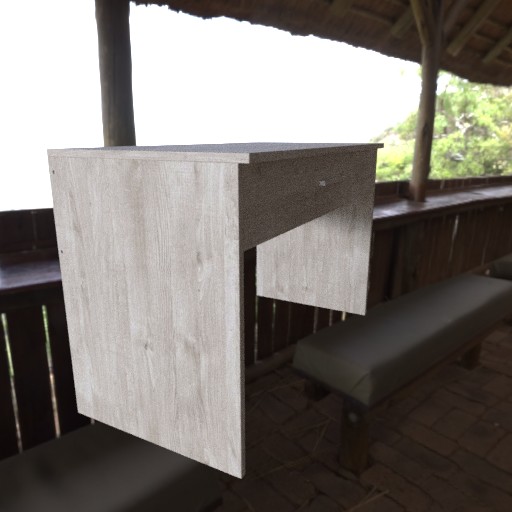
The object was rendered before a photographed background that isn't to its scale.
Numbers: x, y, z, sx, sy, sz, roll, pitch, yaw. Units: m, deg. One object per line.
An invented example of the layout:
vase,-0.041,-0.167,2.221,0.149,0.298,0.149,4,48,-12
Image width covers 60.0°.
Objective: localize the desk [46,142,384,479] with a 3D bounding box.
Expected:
desk,0.000,0.000,1.505,0.560,0.730,1.100,8,17,27
